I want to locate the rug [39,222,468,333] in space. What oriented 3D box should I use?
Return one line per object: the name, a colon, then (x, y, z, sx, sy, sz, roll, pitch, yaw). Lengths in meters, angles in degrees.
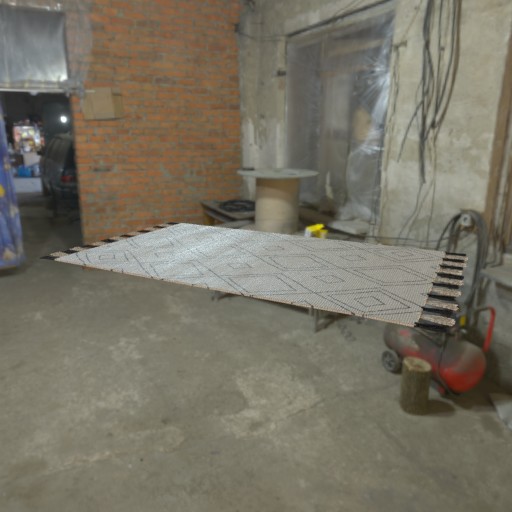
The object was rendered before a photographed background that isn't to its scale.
rug: (0.000, 0.000, 3.226, 2.755, 0.021, 1.524, 8, 17, 26)
